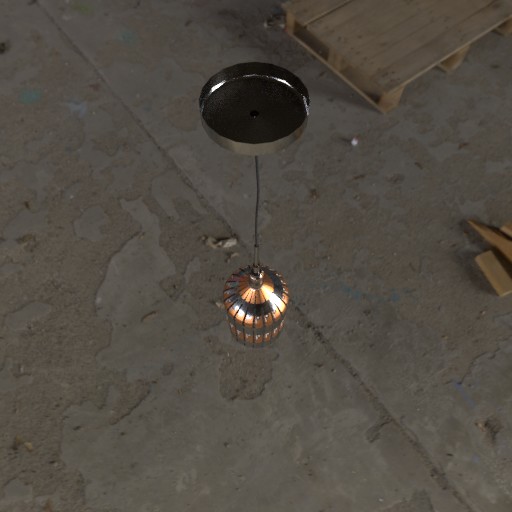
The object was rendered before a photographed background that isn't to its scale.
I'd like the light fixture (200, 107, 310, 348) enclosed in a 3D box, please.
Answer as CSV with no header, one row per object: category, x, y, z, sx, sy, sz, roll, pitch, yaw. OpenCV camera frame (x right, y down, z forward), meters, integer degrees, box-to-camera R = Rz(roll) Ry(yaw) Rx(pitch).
light fixture,0.000,0.000,1.671,0.303,1.535,0.303,0,63,0
